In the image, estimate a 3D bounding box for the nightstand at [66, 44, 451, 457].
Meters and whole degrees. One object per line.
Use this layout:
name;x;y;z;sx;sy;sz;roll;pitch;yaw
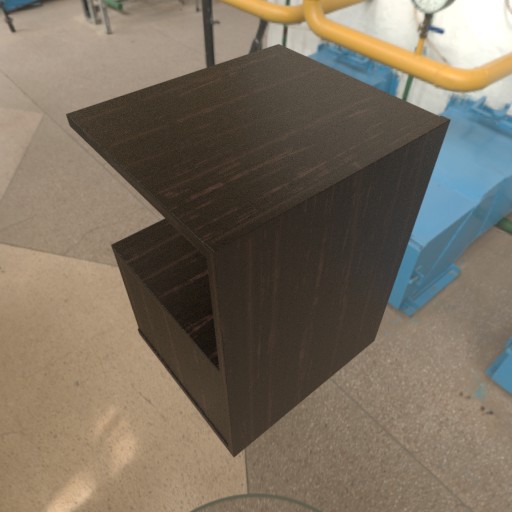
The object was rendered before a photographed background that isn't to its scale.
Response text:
nightstand;0.000;0.000;0.815;0.400;0.559;0.356;-31;53;-26
